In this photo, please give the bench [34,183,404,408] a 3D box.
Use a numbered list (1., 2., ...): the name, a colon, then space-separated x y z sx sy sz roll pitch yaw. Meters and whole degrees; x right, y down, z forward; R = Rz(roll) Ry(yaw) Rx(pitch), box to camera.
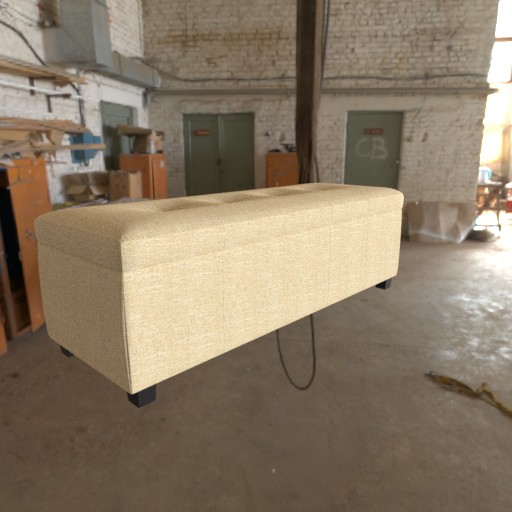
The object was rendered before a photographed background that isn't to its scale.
1. bench: 0.000 0.000 1.457 0.432 0.406 1.219 13 19 42
